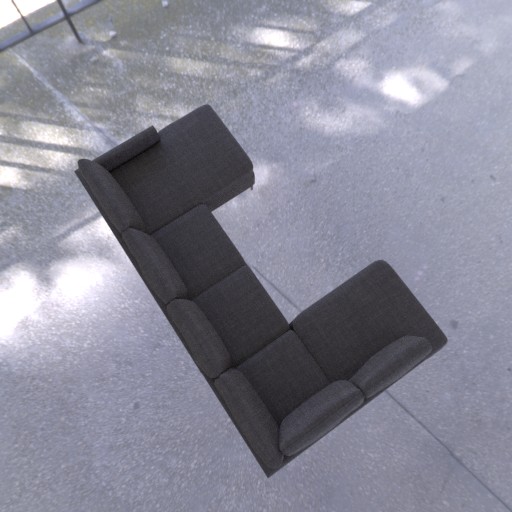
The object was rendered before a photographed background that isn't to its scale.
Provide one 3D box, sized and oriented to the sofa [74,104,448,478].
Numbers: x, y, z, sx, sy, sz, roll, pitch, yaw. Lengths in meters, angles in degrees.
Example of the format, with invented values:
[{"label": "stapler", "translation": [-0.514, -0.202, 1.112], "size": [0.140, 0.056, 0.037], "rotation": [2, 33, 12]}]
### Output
[{"label": "sofa", "translation": [0.000, 0.000, 4.364], "size": [2.048, 0.999, 3.423], "rotation": [-33, 78, -8]}]
